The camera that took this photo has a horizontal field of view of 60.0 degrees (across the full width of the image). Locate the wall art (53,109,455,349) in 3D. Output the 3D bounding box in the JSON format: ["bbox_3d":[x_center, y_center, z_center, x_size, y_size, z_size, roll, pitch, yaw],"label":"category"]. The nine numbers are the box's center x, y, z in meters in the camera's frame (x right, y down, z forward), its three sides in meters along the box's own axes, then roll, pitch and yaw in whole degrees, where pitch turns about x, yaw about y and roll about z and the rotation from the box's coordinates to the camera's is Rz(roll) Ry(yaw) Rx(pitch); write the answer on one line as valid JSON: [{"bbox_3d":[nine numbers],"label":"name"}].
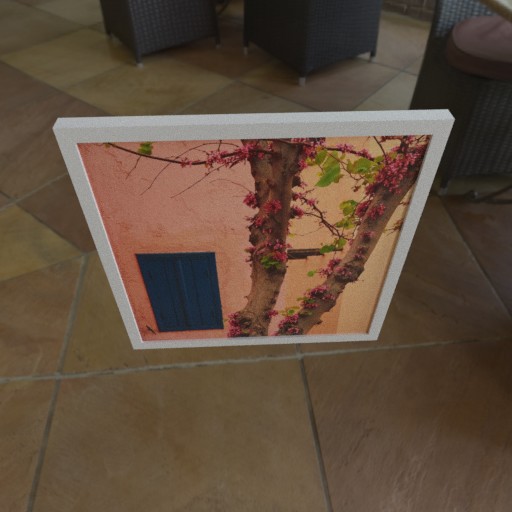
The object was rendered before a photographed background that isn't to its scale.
[{"bbox_3d":[0.000,0.000,1.126,0.762,0.762,0.038,-2,46,-2],"label":"wall art"}]
